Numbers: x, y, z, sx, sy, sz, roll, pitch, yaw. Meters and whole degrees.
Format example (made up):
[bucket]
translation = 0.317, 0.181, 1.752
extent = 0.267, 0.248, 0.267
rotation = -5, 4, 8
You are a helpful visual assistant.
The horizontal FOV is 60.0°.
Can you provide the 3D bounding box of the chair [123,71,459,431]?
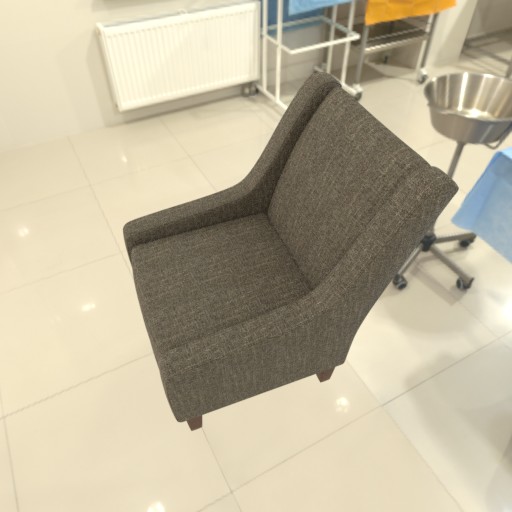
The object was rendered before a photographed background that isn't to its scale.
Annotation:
[chair]
translation = 0.000, 0.000, 1.726
extent = 0.944, 1.012, 0.793
rotation = -16, 48, -15
